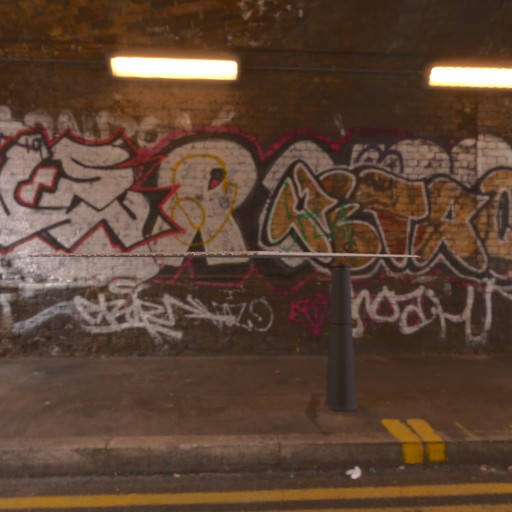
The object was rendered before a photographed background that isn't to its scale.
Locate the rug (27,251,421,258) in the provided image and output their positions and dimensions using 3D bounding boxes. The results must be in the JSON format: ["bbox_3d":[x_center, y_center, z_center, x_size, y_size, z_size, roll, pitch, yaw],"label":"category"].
[{"bbox_3d":[0.000,0.000,2.368,1.230,0.014,1.847,0,-1,35],"label":"rug"}]
